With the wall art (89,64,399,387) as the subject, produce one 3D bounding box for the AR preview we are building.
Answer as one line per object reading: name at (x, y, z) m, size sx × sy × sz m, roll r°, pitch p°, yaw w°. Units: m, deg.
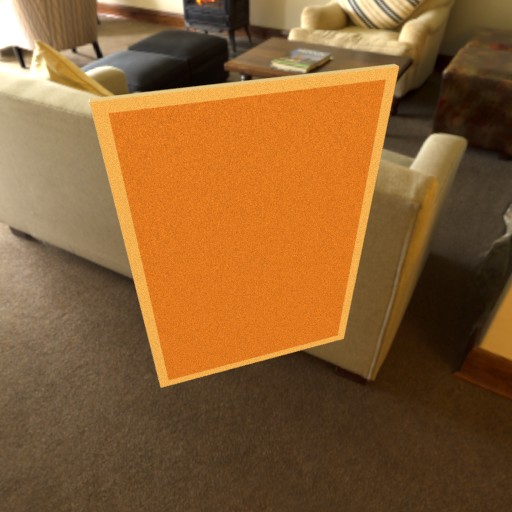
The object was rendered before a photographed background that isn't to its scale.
wall art at (0.000, 0.000, 0.844) m, size 0.456 × 0.656 × 0.013 m, roll -12°, pitch 42°, yaw -13°
